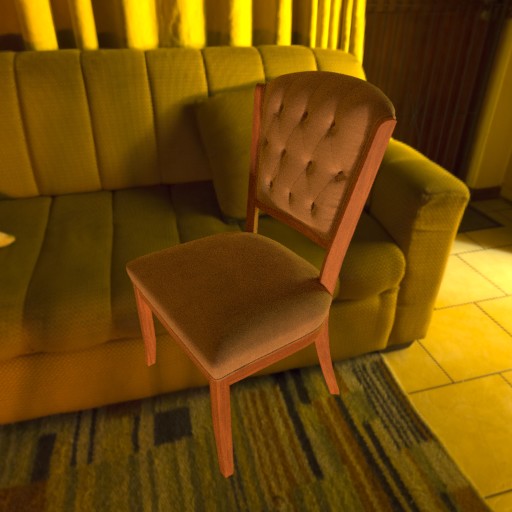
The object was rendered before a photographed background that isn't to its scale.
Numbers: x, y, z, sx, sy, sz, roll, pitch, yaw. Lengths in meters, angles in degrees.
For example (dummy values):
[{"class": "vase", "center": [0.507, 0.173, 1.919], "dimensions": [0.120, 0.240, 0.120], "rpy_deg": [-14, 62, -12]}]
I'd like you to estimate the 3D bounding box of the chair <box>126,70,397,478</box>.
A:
[{"class": "chair", "center": [0.000, 0.000, 1.234], "dimensions": [0.584, 0.905, 0.513], "rpy_deg": [-21, 37, -30]}]
